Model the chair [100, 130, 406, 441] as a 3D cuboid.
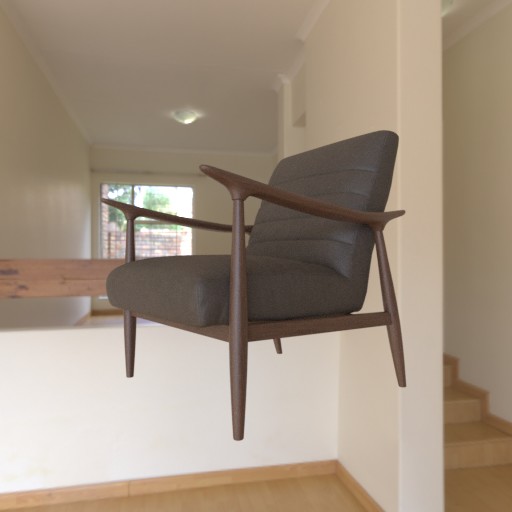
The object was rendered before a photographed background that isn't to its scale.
[{"bbox_3d":[0.000,0.000,1.443,0.798,0.831,0.741,0,0,-37],"label":"chair"}]
